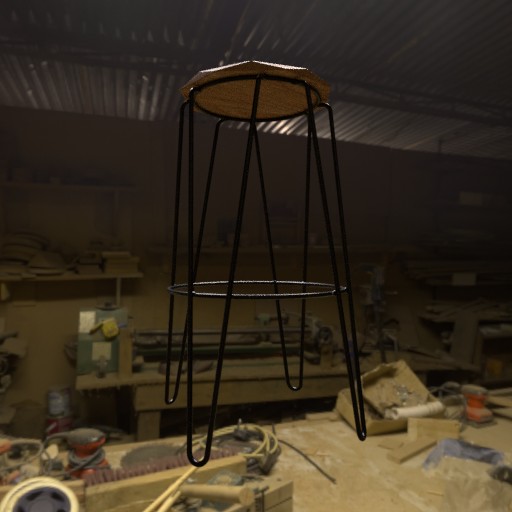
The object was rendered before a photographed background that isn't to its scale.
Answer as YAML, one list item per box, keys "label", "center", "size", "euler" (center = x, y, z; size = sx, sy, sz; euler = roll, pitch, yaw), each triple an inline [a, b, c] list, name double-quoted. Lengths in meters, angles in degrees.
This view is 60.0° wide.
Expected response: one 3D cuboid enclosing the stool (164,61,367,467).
- label: "stool"
  center: [0.000, 0.000, 0.821]
  size: [0.326, 0.610, 0.326]
  euler: [0, 0, -18]
